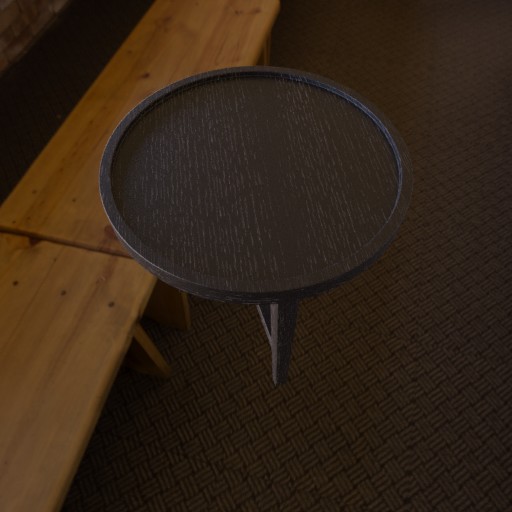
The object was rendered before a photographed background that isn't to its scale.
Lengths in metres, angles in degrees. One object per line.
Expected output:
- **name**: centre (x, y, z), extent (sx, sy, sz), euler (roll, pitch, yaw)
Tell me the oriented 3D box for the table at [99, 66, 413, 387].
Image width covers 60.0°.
- **table**: centre (0.000, 0.000, 0.764), extent (0.399, 0.460, 0.399), euler (0, 56, 0)
